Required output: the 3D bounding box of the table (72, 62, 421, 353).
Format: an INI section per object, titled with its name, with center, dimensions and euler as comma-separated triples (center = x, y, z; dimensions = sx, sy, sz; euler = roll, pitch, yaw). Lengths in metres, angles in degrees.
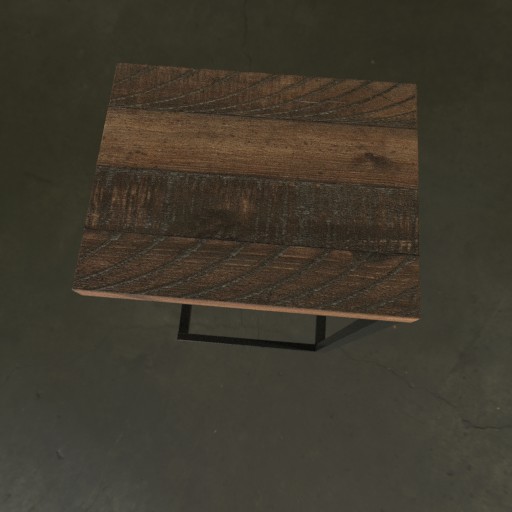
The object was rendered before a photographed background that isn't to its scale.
[table]
center = 0.000, 0.000, 0.910
dimensions = 0.414, 0.718, 0.323
euler = 5, 74, 1
